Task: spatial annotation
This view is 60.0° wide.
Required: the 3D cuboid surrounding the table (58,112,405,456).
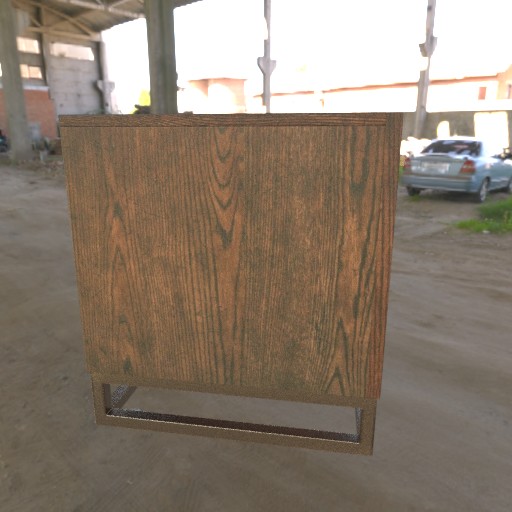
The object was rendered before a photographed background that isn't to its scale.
[{"bbox_3d":[0.000,0.000,0.987,0.566,0.582,0.506,3,15,9],"label":"table"}]
